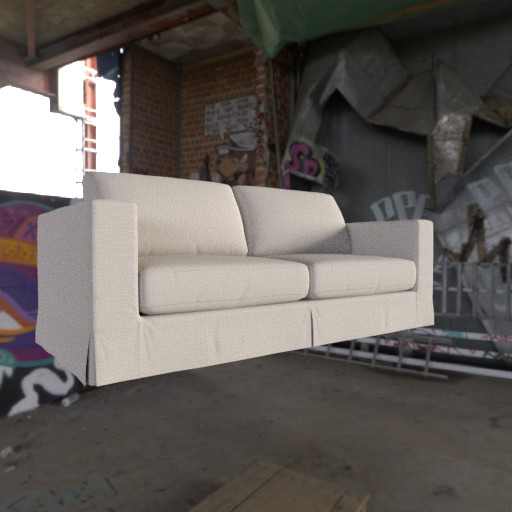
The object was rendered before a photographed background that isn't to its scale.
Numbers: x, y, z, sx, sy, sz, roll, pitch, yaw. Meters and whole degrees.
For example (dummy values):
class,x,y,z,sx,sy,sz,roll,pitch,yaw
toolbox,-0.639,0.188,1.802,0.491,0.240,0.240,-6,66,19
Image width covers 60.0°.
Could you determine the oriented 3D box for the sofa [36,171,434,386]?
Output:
class,x,y,z,sx,sy,sz,roll,pitch,yaw
sofa,0.000,0.000,2.559,2.163,0.881,0.954,-1,1,-36
